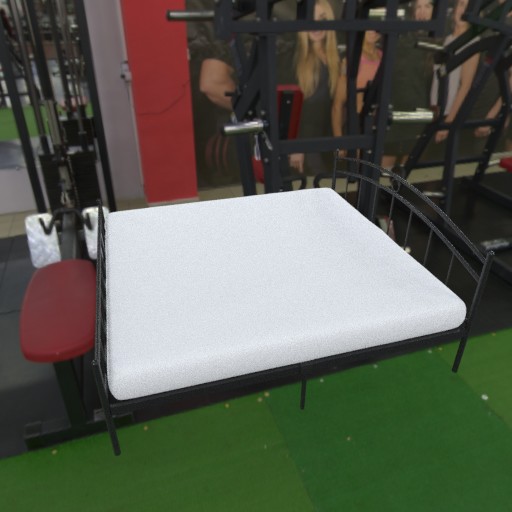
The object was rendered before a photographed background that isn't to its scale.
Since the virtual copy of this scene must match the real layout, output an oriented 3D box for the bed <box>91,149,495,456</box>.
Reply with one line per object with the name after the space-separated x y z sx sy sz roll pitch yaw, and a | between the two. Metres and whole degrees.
0.000 0.000 3.014 2.040 0.940 1.880 -9 32 -14 | bed
